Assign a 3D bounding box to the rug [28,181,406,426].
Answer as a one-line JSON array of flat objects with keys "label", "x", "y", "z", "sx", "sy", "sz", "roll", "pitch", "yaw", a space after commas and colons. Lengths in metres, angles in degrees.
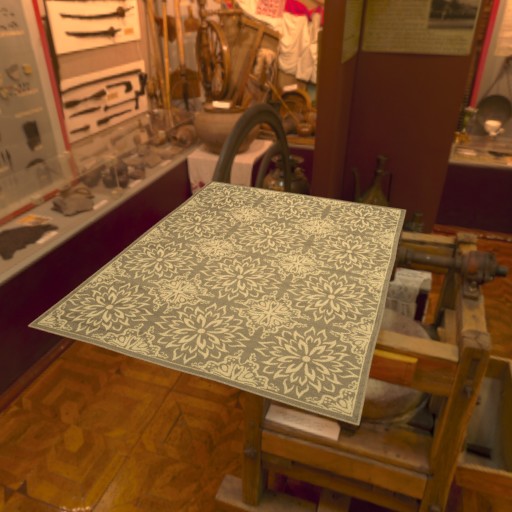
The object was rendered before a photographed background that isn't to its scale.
[{"label": "rug", "x": 0.000, "y": 0.000, "z": 4.001, "sx": 2.363, "sy": 0.012, "sz": 2.980, "roll": 11, "pitch": 33, "yaw": 18}]
